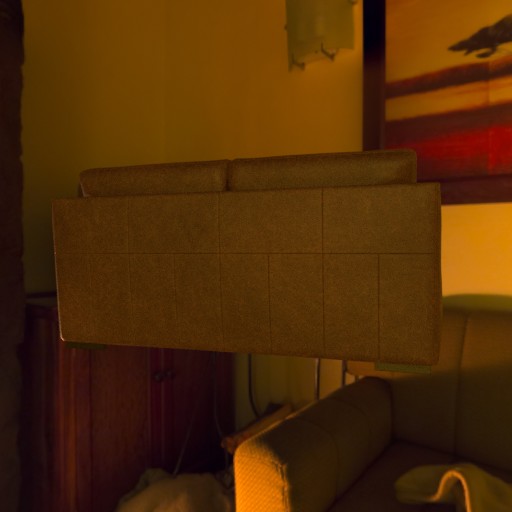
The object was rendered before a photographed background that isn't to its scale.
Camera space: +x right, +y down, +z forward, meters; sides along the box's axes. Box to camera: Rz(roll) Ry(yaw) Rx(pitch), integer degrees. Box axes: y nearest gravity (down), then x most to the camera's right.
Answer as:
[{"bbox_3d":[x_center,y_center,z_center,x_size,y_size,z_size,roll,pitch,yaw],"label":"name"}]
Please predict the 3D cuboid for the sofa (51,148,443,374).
[{"bbox_3d":[0.000,0.000,2.480,1.880,0.939,1.143,0,0,17],"label":"sofa"}]
